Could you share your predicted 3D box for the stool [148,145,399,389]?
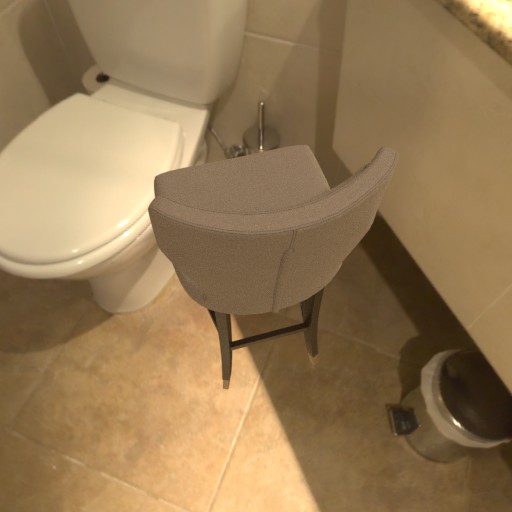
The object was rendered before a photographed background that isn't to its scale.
[{"bbox_3d":[0.000,0.000,1.390,0.526,1.092,0.563,-13,59,-8],"label":"stool"}]
